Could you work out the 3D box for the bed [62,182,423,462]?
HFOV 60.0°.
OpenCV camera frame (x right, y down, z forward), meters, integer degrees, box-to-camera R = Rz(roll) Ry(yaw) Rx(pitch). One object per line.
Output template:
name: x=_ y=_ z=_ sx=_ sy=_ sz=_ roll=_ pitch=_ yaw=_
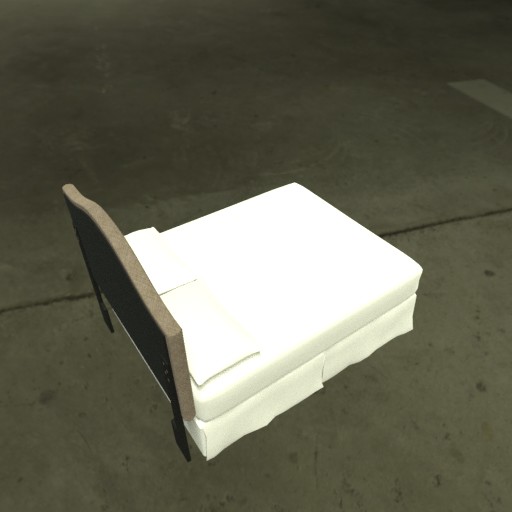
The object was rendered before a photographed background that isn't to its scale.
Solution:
bed: x=0.000 y=0.000 z=3.379 sx=2.153 sy=1.518 sz=1.713 roll=-25 pitch=46 yaw=-26
